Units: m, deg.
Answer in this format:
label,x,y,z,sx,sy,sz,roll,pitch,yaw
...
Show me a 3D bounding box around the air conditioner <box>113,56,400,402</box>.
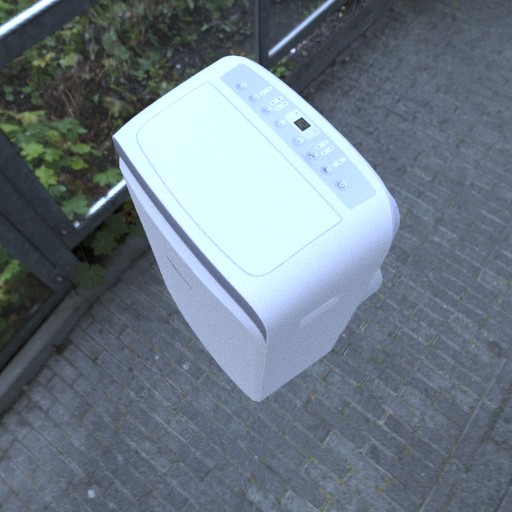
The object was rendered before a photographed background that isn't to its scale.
label,x,y,z,sx,sy,sz,roll,pitch,yaw
air conditioner,0.000,0.000,0.940,0.365,0.700,0.454,-35,70,-15
